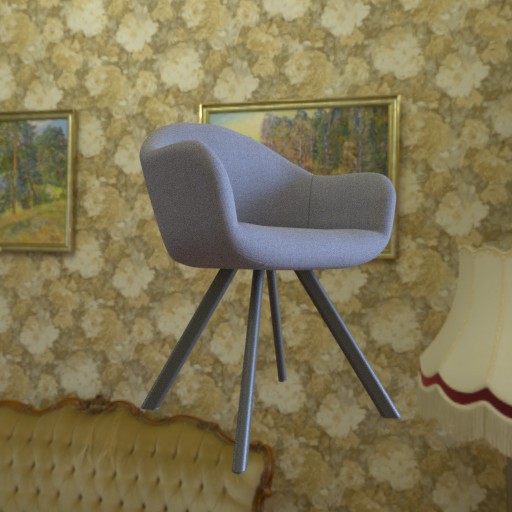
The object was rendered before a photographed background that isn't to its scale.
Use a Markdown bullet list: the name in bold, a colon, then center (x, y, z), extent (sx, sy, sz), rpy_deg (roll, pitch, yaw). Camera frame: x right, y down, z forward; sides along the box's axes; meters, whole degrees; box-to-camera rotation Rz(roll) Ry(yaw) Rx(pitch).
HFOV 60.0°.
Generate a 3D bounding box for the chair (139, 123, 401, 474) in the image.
- **chair**: center (0.000, 0.000, 1.167), extent (0.590, 0.795, 0.550), rpy_deg (0, -1, -37)
